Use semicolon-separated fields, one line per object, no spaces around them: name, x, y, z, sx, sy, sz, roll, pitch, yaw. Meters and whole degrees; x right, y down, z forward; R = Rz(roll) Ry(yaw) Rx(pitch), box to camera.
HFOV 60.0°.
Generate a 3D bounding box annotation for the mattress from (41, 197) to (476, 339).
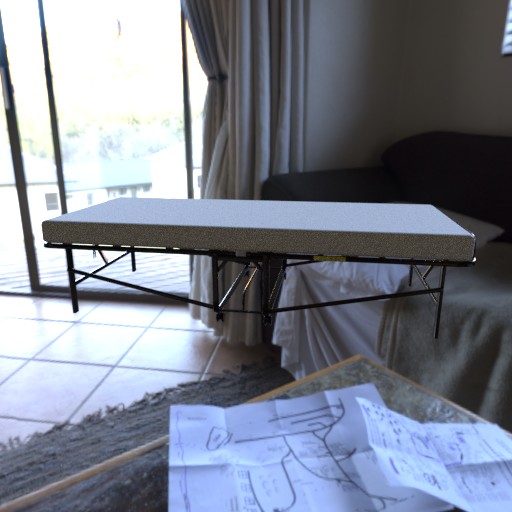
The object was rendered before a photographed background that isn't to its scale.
mattress;0.000;0.000;2.571;2.153;0.519;0.922;3;16;9
